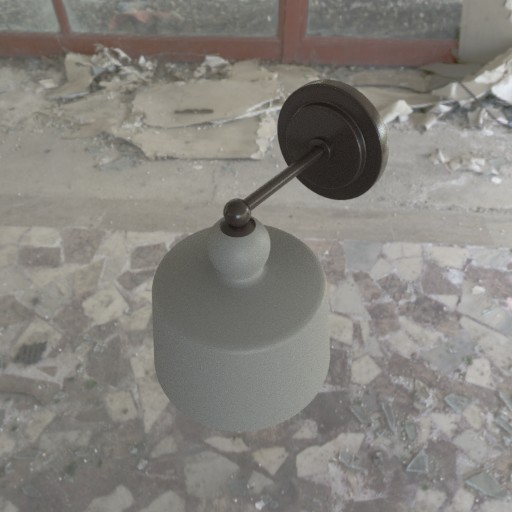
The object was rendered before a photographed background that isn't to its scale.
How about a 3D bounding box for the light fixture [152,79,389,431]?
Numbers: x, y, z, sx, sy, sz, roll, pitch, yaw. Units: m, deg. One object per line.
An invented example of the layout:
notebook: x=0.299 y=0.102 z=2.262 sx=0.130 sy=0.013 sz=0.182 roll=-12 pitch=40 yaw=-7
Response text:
light fixture: x=0.000 y=0.000 z=0.442 sx=0.204 sy=0.268 sz=0.254 roll=30 pitch=52 yaw=27
